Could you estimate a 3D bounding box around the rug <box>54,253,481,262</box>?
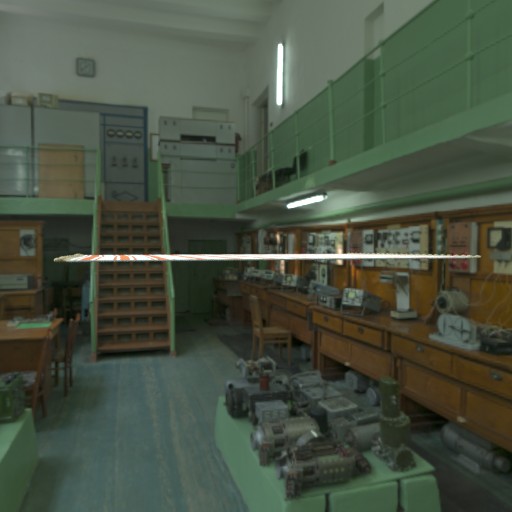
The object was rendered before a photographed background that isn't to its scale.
[{"bbox_3d":[0.000,0.000,3.080,2.433,0.022,1.556,0,1,-18],"label":"rug"}]
